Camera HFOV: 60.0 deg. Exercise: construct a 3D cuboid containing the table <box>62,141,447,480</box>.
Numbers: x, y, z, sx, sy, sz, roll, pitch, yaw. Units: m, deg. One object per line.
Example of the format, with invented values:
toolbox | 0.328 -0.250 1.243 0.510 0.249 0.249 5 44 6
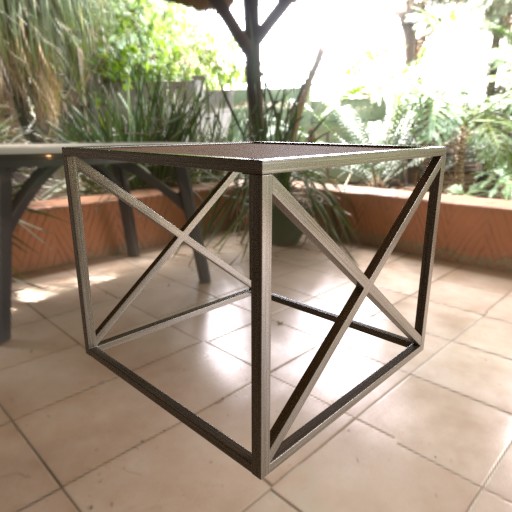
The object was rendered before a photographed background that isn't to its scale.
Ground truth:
table | 0.000 0.000 1.061 0.609 0.507 0.611 15 22 42
